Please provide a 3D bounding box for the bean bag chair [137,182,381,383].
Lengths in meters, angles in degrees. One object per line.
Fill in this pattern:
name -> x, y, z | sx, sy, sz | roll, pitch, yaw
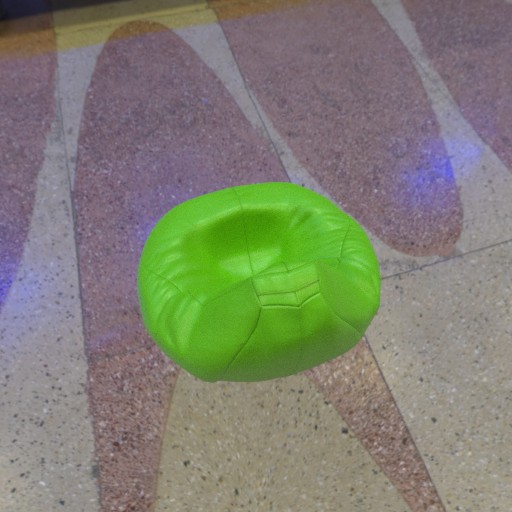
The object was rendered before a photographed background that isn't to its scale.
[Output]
bean bag chair -> 0.000, 0.000, 1.891 | 1.070, 0.990, 1.070 | -13, 60, -8
